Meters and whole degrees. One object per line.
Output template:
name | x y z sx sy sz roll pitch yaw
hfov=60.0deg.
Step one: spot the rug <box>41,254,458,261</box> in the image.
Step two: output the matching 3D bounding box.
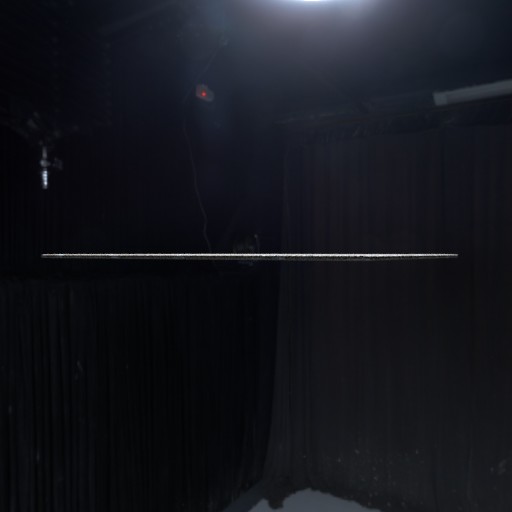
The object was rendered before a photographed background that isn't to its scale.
rug | 0.000 0.000 4.120 3.047 0.029 2.438 0 0 35
